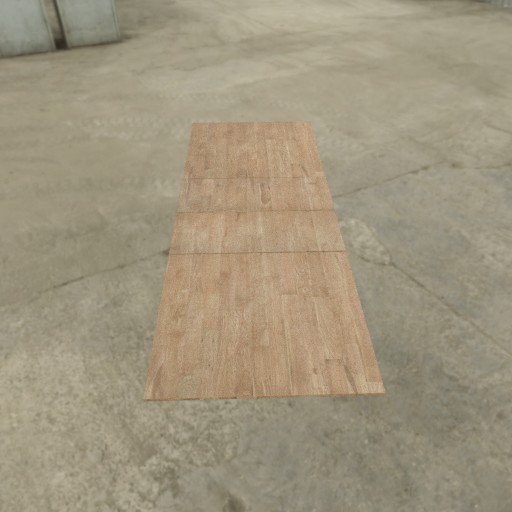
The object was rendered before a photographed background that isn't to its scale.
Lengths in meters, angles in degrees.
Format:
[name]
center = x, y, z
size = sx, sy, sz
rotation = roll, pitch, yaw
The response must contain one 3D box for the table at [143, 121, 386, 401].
[table]
center = 0.000, 0.000, 3.048
size = 1.000, 0.752, 2.603
rotation = -1, 41, -1
